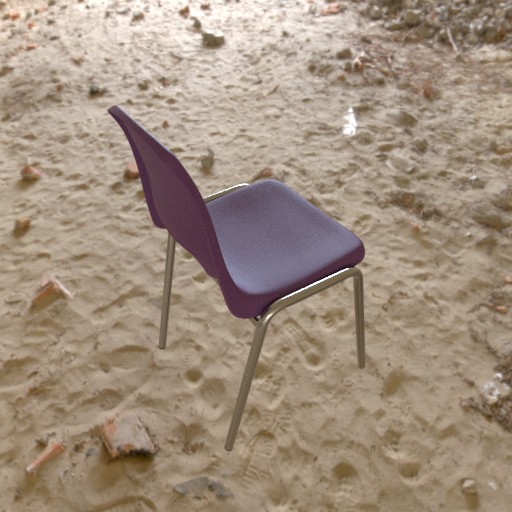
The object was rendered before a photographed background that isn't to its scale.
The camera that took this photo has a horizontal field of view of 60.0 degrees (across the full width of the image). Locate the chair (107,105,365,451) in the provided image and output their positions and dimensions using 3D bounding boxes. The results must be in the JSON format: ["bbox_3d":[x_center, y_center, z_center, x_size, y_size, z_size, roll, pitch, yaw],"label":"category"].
[{"bbox_3d":[0.000,0.000,0.940,0.432,0.704,0.381,-24,47,-25],"label":"chair"}]
